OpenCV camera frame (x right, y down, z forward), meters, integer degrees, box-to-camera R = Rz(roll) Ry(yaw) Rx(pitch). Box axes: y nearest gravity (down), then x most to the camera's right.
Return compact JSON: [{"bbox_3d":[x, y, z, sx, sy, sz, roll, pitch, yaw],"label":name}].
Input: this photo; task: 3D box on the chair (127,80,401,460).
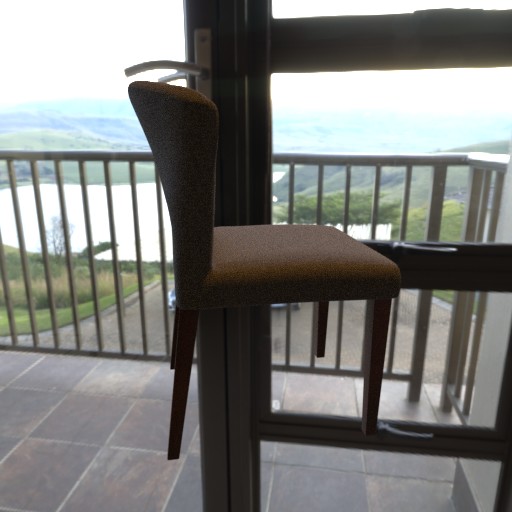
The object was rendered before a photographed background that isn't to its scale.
[{"bbox_3d":[0.000,0.000,1.162,0.589,0.839,0.491,-3,16,-9],"label":"chair"}]
